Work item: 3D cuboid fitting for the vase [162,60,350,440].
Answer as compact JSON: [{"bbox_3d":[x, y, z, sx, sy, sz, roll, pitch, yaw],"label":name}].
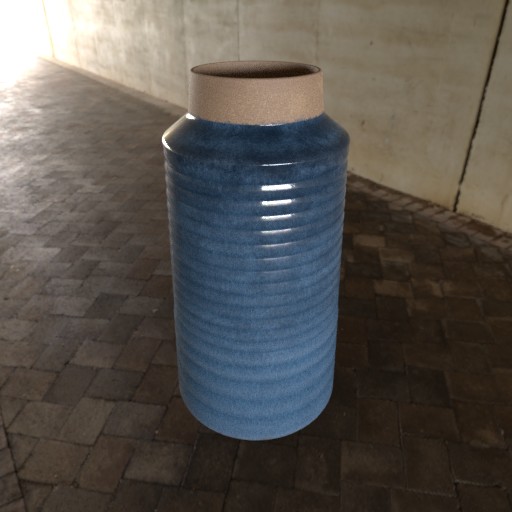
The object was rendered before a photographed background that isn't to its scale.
[{"bbox_3d":[0.000,0.000,0.402,0.163,0.316,0.163,0,30,0],"label":"vase"}]
